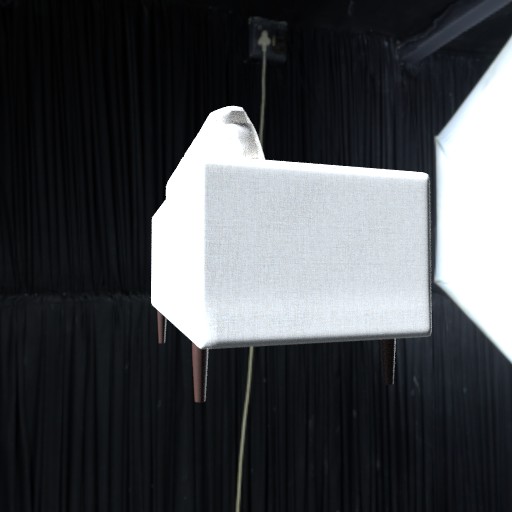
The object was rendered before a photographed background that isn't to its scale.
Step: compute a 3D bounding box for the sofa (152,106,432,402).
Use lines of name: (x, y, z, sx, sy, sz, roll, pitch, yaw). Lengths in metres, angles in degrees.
sofa: (0.000, 0.000, 1.977, 0.796, 0.908, 1.430, 1, -2, -18)
